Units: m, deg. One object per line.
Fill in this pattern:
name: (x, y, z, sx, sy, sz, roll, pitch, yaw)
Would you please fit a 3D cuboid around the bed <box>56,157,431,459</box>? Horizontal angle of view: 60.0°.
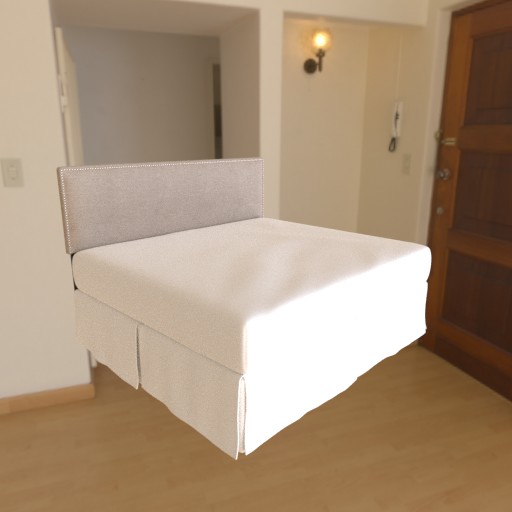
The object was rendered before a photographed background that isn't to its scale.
bed: (0.000, 0.000, 3.370, 1.914, 1.346, 2.170, 14, 21, 42)
